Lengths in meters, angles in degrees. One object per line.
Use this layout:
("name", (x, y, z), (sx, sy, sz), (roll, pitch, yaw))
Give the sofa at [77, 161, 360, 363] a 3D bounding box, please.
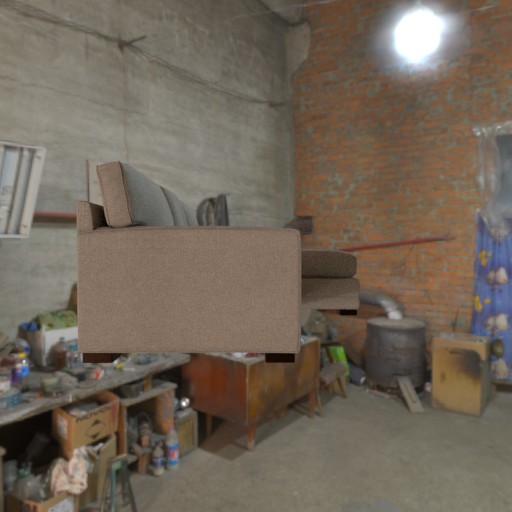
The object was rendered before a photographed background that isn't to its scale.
("sofa", (0.000, 0.000, 2.866), (1.496, 0.861, 2.087), (0, 1, 0))
